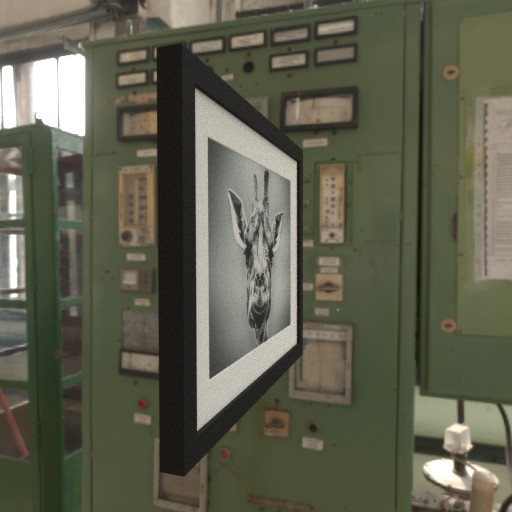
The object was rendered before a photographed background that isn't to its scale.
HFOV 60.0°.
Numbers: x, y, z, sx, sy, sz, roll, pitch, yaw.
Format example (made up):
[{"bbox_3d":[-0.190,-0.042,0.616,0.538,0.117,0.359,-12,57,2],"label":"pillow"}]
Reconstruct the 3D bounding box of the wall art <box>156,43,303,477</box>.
[{"bbox_3d":[0.000,0.000,0.736,0.031,0.457,0.558,1,2,19],"label":"wall art"}]
